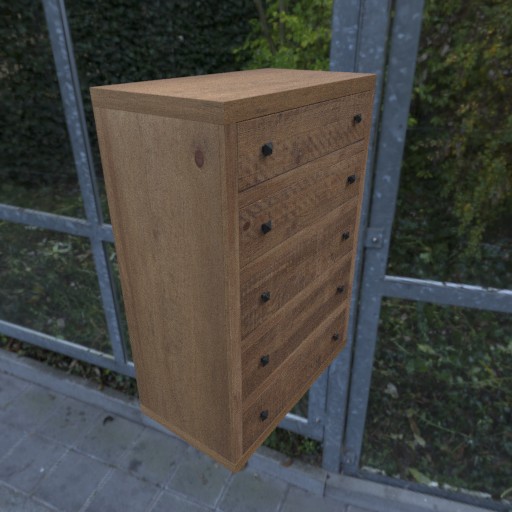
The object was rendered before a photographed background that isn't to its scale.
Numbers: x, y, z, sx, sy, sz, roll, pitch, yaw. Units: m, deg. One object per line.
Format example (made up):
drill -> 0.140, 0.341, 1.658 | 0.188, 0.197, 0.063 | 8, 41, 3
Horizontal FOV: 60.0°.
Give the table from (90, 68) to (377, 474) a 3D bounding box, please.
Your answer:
table -> 0.000, 0.000, 1.747 | 0.524, 1.294, 0.901 | 18, 32, 31
